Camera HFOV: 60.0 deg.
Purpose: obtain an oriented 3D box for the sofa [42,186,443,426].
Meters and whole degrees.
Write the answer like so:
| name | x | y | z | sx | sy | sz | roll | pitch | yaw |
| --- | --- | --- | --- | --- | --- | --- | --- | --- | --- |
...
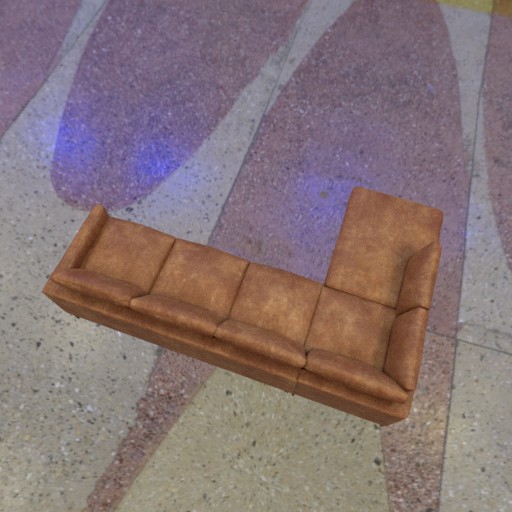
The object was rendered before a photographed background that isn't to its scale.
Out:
| name | x | y | z | sx | sy | sz | roll | pitch | yaw |
| --- | --- | --- | --- | --- | --- | --- | --- | --- | --- |
| sofa | 0.000 | 0.000 | 3.910 | 2.984 | 0.877 | 1.938 | 17 | 65 | 9 |
